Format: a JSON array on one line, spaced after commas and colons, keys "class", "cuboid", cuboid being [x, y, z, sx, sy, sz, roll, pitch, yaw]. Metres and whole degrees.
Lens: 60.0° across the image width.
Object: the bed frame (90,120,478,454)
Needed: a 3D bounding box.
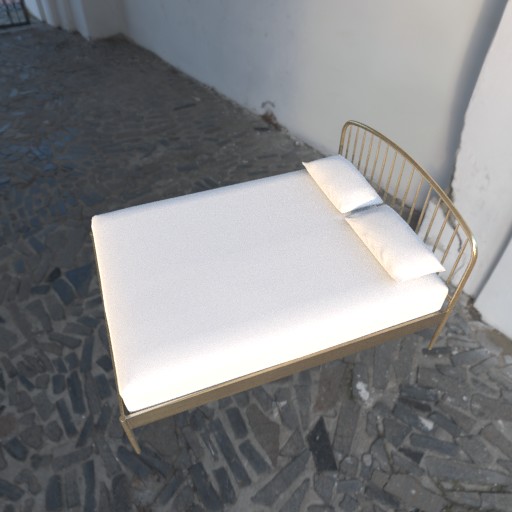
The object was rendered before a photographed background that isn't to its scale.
[{"class": "bed frame", "cuboid": [0.000, 0.000, 3.077, 2.152, 1.175, 1.612, -15, 47, -14]}]
